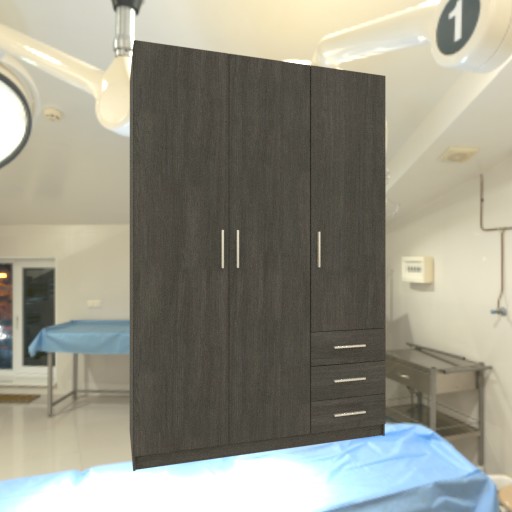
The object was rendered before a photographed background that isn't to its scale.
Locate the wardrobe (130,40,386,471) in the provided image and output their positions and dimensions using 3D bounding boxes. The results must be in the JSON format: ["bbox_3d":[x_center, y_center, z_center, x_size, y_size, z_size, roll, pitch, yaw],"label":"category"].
[{"bbox_3d":[0.000,0.000,2.381,1.290,1.910,0.510,0,0,-18],"label":"wardrobe"}]
